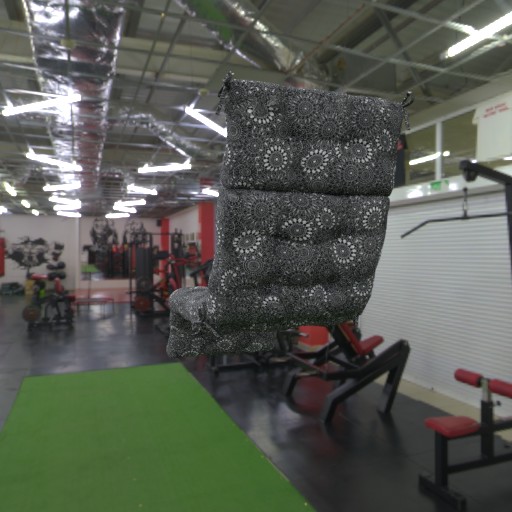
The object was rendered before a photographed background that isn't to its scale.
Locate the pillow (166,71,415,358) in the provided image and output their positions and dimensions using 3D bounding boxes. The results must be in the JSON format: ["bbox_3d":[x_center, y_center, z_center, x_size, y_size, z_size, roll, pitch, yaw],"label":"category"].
[{"bbox_3d":[0.000,0.000,1.514,0.526,0.863,1.016,0,0,-19],"label":"pillow"}]
